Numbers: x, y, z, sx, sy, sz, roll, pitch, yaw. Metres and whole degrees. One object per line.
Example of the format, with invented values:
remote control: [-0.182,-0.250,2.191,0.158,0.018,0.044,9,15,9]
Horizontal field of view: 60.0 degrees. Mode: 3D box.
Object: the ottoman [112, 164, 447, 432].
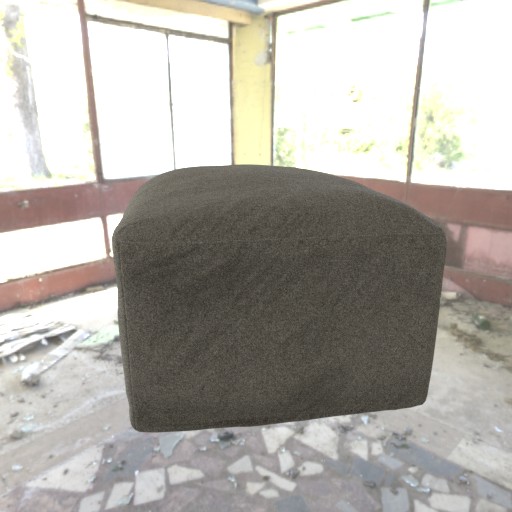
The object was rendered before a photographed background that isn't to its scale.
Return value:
ottoman: [0.000,0.000,1.238,0.683,0.481,0.837,-3,17,-10]
